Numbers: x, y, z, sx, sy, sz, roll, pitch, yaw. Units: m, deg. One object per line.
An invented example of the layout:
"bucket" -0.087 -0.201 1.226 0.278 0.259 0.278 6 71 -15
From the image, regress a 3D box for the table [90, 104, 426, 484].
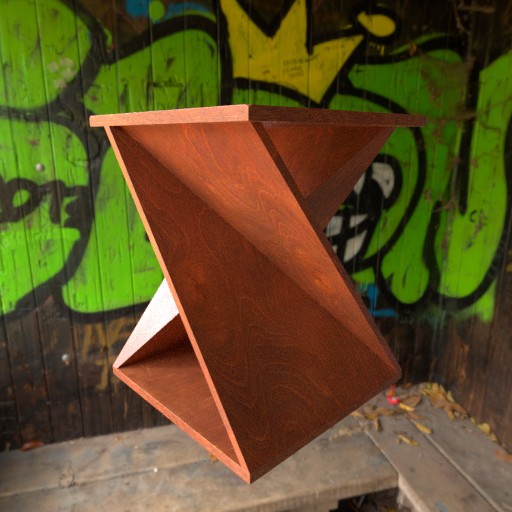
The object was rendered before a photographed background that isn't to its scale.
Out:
"table" 0.000 0.000 0.861 0.427 0.520 0.427 -14 20 -42
